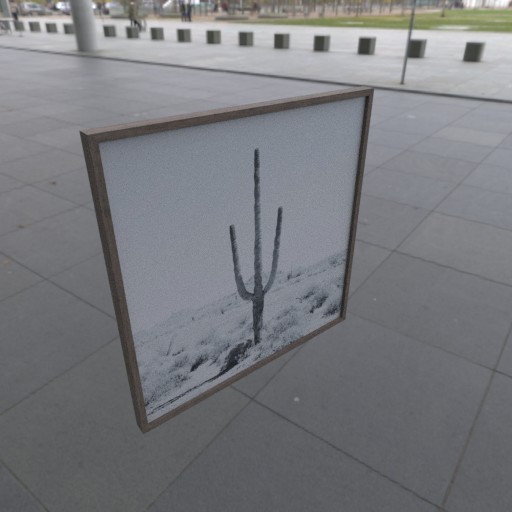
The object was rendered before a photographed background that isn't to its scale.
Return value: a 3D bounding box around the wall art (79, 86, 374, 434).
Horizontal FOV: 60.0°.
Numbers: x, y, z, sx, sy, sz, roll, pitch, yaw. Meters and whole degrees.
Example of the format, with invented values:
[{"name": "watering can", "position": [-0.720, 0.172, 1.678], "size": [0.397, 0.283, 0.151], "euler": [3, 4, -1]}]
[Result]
[{"name": "wall art", "position": [0.000, 0.000, 1.160], "size": [0.762, 0.762, 0.038], "euler": [-21, 36, -33]}]
